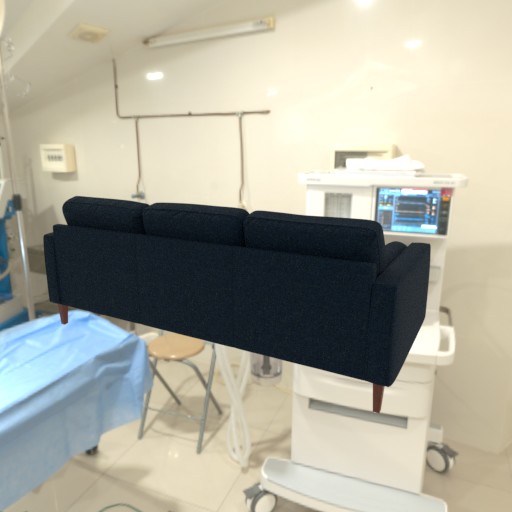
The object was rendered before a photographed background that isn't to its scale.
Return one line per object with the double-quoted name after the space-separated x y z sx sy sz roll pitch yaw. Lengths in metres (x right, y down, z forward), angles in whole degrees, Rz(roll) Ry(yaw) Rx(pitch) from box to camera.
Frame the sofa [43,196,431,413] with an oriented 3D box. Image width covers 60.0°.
0.000 0.000 2.964 2.185 0.841 1.613 8 16 28 "sofa"
